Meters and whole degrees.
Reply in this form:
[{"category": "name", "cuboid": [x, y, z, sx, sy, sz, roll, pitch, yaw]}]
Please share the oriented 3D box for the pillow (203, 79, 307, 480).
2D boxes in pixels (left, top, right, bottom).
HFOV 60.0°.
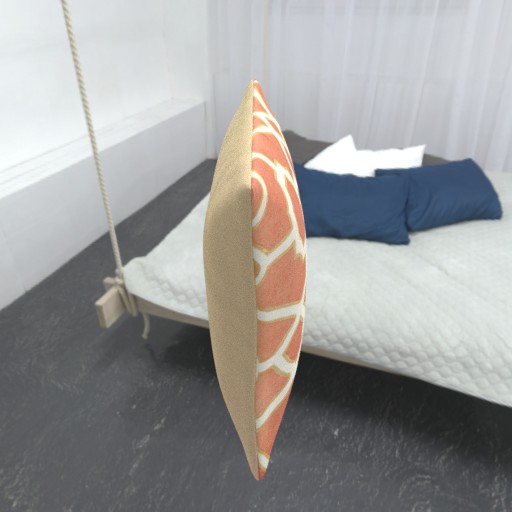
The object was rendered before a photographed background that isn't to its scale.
[{"category": "pillow", "cuboid": [0.000, 0.000, 0.807, 0.166, 0.508, 0.552, 0, 32, 0]}]
